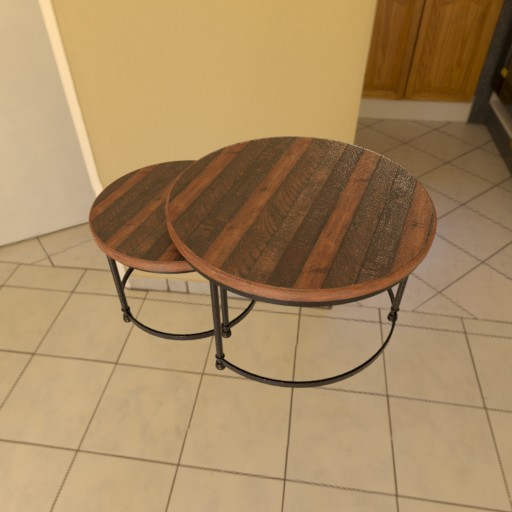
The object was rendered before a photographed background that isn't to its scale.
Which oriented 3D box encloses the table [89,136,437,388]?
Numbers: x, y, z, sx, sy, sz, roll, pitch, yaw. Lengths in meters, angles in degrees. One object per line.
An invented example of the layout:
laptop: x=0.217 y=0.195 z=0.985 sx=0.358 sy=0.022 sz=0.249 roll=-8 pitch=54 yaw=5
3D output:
table: x=0.000 y=0.000 z=1.620 sx=1.152 sy=0.516 sz=0.870 roll=-1 pitch=41 yaw=-1
